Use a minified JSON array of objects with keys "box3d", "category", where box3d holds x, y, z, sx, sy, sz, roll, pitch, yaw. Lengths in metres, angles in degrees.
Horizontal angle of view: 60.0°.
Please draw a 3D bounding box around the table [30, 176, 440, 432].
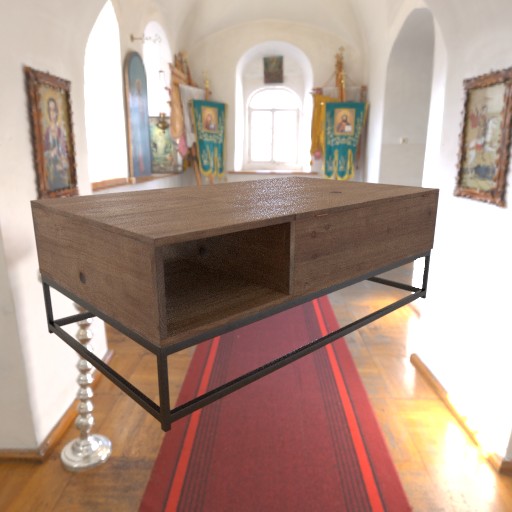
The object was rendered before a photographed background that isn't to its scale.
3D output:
[{"box3d":[0.000,0.000,1.412,1.101,0.395,0.655,-14,20,-42],"category":"table"}]
